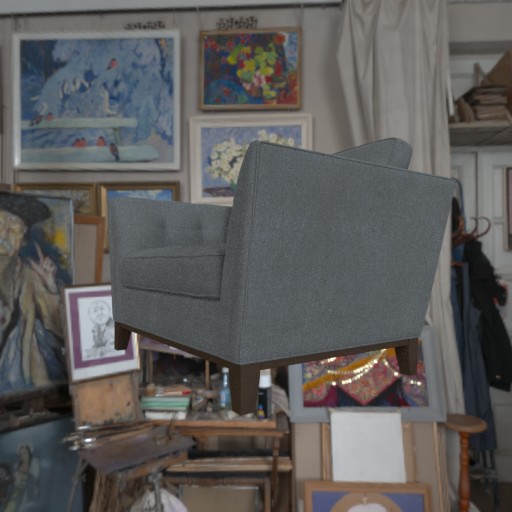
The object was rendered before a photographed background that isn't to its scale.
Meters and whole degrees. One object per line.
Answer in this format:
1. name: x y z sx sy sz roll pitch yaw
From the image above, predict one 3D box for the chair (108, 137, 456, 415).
1. chair: 0.000 0.000 2.039 0.965 0.942 1.396 1 -1 -35
